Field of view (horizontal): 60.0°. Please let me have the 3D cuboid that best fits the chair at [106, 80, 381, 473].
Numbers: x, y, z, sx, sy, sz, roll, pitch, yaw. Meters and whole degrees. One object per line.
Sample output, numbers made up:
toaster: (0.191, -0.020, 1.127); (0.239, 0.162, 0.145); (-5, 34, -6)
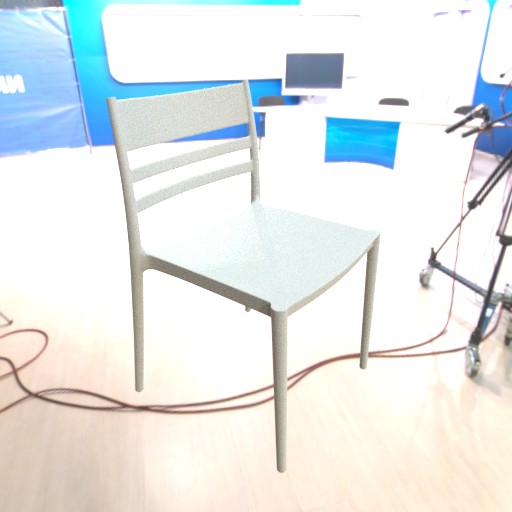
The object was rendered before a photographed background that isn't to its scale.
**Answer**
chair: (0.000, 0.000, 1.154); (0.511, 0.800, 0.531); (19, 33, 33)
